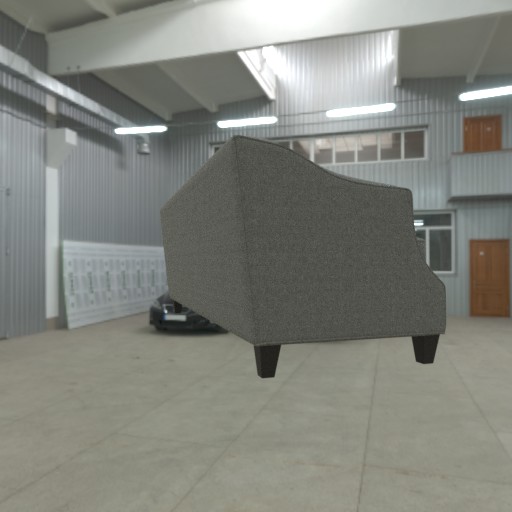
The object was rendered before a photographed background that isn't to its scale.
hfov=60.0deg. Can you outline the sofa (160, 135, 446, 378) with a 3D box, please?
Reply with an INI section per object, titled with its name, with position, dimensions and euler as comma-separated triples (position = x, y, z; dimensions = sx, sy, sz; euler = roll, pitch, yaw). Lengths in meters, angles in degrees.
[sofa]
position = 0.000, 0.000, 2.709
dimensions = 0.914, 0.901, 2.235
euler = 0, -1, -19
